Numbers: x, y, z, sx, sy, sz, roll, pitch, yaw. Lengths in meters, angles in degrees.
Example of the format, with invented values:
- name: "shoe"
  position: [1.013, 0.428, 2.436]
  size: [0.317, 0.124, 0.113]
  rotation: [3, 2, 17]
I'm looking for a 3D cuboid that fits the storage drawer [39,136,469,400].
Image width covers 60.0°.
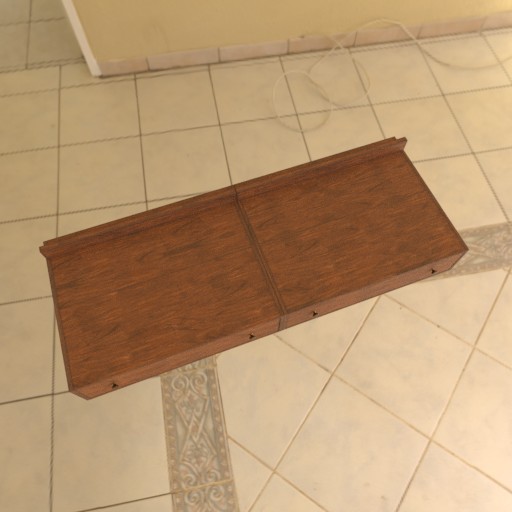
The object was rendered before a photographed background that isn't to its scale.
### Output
- name: "storage drawer"
  position: [0.000, 0.000, 2.212]
  size: [1.914, 0.339, 0.774]
  rotation: [-18, 65, -9]
